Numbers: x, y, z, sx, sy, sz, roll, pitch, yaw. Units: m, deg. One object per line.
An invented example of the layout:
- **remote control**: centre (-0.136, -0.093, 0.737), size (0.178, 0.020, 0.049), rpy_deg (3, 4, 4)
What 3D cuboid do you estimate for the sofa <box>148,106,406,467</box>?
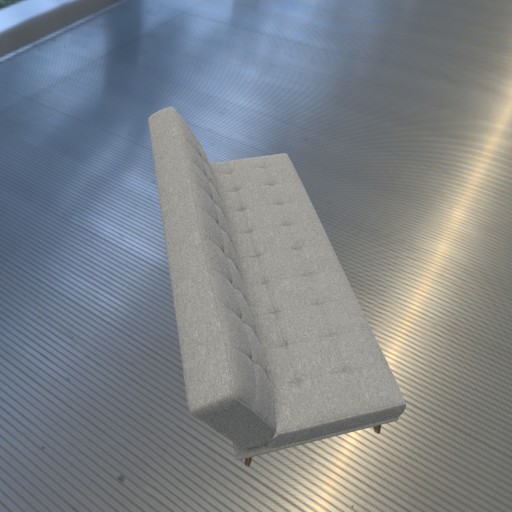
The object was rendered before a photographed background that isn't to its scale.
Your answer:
- **sofa**: centre (0.000, 0.000, 2.291), size (0.860, 0.810, 1.800), rpy_deg (-10, 49, -9)
